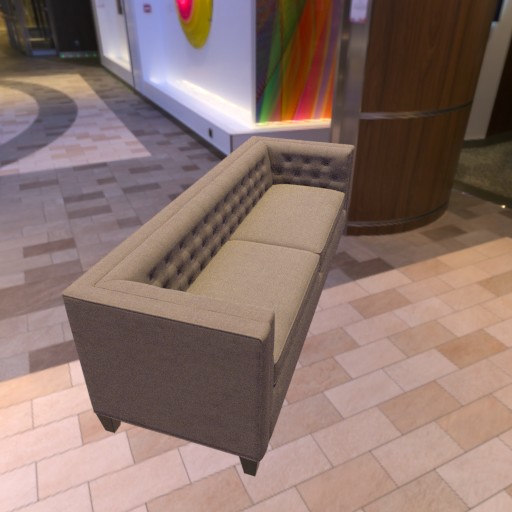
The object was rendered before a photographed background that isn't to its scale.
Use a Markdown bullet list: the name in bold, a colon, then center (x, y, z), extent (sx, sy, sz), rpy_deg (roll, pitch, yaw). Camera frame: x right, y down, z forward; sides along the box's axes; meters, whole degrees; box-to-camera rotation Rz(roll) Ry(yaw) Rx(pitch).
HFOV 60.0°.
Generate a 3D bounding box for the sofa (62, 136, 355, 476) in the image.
- **sofa**: center (0.000, 0.000, 2.548), extent (0.775, 0.762, 2.159), rpy_deg (10, 32, 16)
